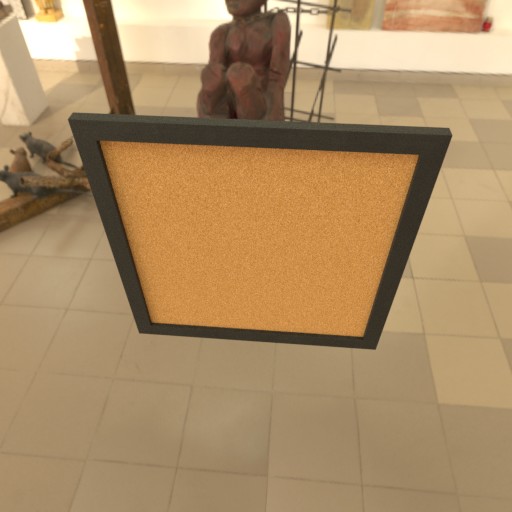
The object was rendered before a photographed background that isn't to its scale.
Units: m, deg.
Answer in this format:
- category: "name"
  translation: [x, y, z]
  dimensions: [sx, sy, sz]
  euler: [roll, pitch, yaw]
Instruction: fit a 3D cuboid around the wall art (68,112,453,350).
- category: "wall art"
  translation: [0.000, 0.000, 1.545]
  dimensions: [1.016, 1.016, 0.038]
  euler: [3, 46, 3]
